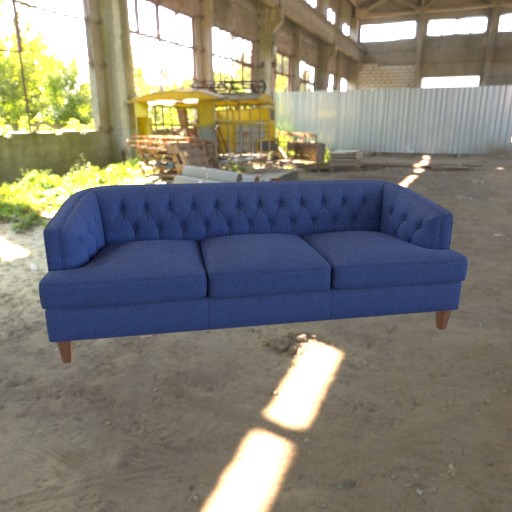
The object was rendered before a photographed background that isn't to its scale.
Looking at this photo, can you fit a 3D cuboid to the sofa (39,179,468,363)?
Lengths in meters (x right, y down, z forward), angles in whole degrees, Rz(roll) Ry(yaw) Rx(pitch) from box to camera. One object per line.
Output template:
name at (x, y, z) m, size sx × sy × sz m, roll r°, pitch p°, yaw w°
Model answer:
sofa at (0.000, 0.000, 2.679) m, size 2.235 × 0.787 × 0.914 m, roll -3°, pitch 17°, yaw -10°
